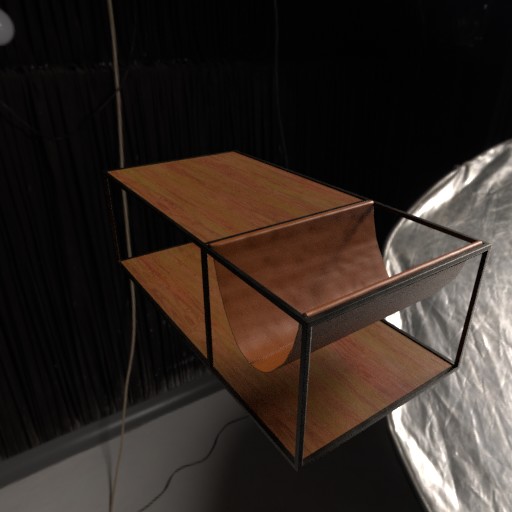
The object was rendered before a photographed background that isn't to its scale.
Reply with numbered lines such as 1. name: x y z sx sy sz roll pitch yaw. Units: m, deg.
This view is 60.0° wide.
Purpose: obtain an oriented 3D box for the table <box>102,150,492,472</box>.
1. table: 0.000 0.000 1.477 0.597 0.403 1.199 -17 31 -30
